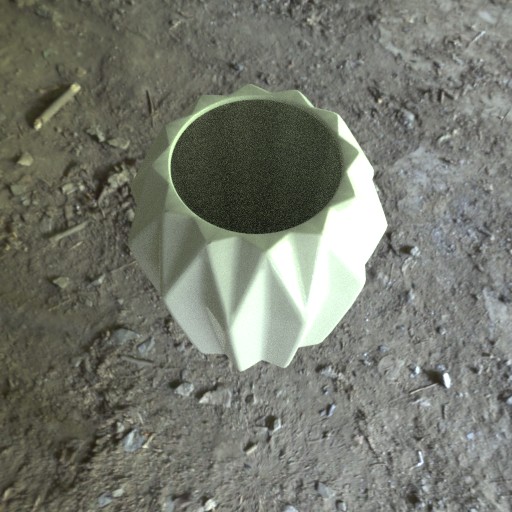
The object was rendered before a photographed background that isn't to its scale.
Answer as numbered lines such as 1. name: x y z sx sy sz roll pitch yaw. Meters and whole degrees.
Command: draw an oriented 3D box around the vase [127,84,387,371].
1. vase: 0.000 0.000 0.404 0.195 0.275 0.195 0 63 0
